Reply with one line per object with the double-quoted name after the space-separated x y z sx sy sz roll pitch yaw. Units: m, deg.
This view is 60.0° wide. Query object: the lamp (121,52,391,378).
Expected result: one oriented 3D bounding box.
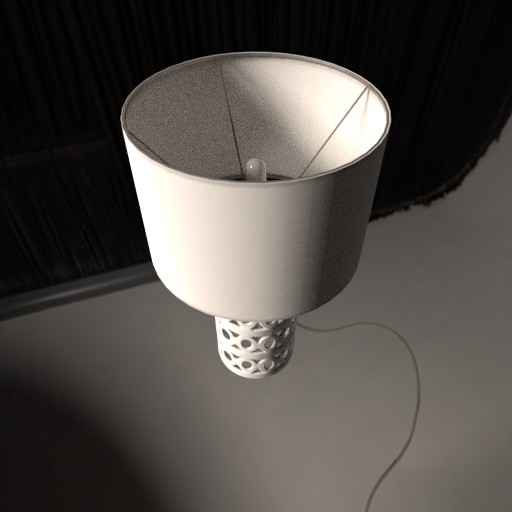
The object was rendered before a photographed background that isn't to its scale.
0.000 0.000 0.692 0.310 0.502 0.310 0 46 0 "lamp"
